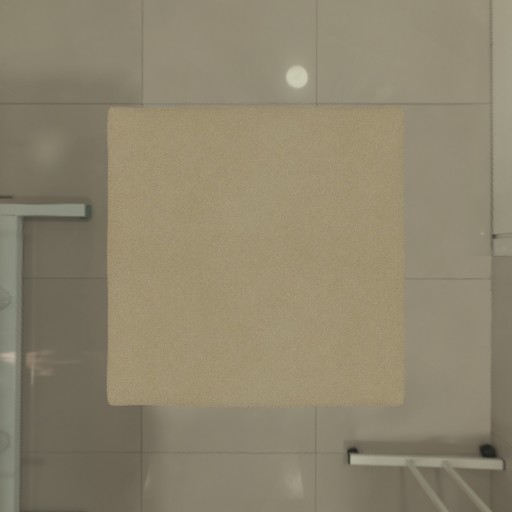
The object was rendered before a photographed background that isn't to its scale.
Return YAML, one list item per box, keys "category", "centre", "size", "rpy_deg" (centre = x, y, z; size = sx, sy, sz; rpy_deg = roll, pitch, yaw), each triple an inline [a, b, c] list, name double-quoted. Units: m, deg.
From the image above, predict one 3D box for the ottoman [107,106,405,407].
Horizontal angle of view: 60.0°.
- category: "ottoman"
  centre: [0.000, 0.000, 1.897]
  size: [1.190, 0.522, 1.205]
  rpy_deg: [0, 90, 0]
